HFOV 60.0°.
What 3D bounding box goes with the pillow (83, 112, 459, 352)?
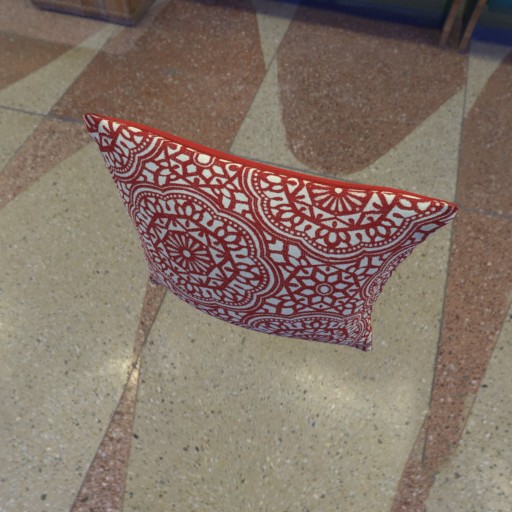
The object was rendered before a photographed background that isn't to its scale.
[{"bbox_3d":[0.000,0.000,0.664,0.438,0.419,0.162,16,59,10],"label":"pillow"}]
